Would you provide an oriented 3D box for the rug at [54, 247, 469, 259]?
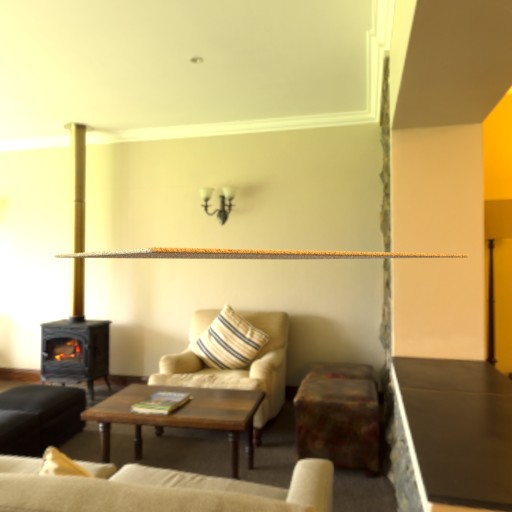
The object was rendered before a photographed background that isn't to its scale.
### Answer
[{"bbox_3d":[0.000,0.000,4.145,3.047,0.029,2.438,1,-1,-35],"label":"rug"}]
